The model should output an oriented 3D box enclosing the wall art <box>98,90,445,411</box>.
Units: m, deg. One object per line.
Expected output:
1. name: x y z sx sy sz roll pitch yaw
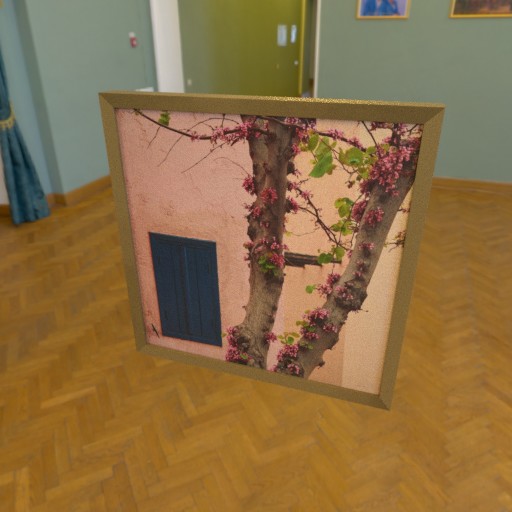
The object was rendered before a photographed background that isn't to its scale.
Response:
1. wall art: 0.000 0.000 0.750 0.507 0.508 0.038 8 28 16
